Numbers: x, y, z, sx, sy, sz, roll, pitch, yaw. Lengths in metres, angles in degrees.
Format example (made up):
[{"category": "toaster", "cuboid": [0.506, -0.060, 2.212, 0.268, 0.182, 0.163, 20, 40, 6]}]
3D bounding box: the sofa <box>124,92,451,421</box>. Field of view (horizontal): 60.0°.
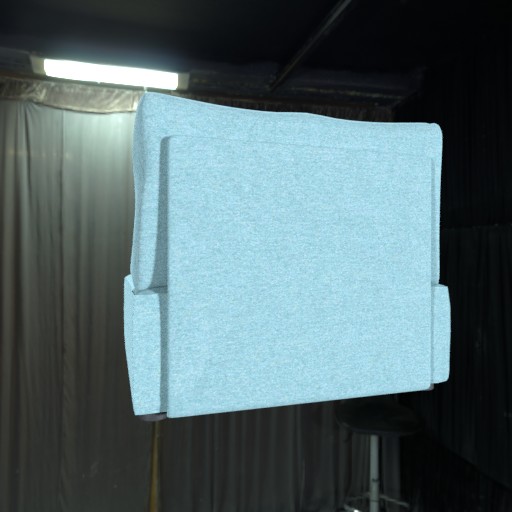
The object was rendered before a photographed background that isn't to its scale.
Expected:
[{"category": "sofa", "cuboid": [0.000, 0.000, 1.657, 0.930, 0.820, 1.000, 0, 0, -18]}]
